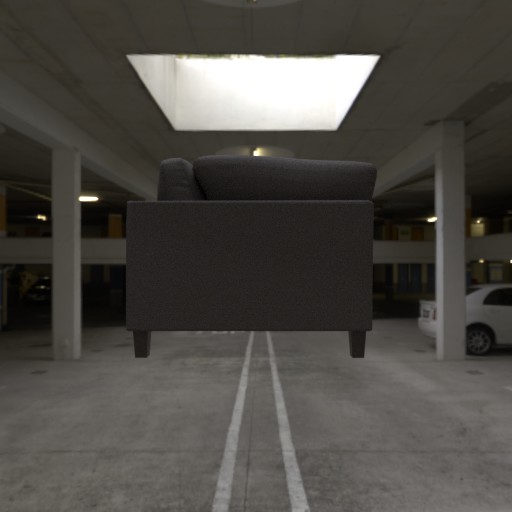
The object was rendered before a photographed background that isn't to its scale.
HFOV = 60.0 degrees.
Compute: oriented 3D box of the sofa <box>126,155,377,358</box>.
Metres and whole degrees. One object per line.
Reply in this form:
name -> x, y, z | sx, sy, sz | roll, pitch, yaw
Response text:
sofa -> 0.000, 0.000, 2.783 | 0.969, 0.792, 2.312 | 0, 0, 0
